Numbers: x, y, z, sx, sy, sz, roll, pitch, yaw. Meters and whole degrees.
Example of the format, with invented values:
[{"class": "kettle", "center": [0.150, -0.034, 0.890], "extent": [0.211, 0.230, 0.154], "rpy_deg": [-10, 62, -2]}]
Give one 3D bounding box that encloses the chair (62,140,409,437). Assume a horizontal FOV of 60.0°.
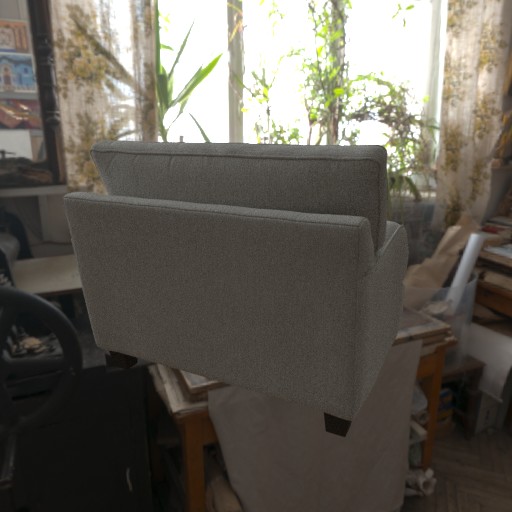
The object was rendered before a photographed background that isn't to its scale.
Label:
[{"class": "chair", "center": [0.000, 0.000, 1.997], "extent": [1.220, 1.016, 1.041], "rpy_deg": [8, 18, 26]}]
